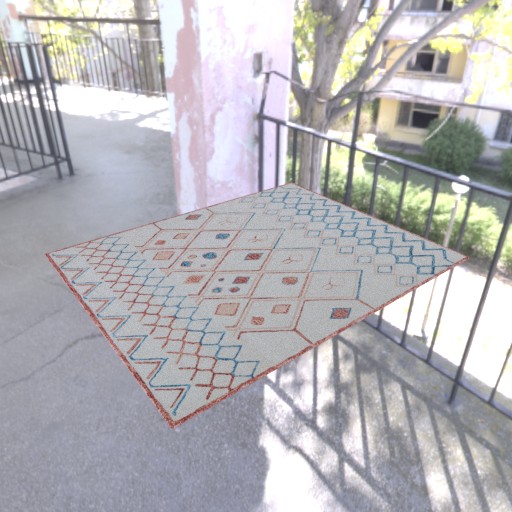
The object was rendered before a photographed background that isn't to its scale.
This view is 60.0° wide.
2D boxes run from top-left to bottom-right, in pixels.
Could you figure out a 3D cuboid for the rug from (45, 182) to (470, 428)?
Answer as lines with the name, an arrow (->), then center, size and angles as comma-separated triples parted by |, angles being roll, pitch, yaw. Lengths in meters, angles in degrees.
rug -> 0.000, 0.000, 4.067 | 3.050, 0.016, 2.441 | -21, 36, -32
